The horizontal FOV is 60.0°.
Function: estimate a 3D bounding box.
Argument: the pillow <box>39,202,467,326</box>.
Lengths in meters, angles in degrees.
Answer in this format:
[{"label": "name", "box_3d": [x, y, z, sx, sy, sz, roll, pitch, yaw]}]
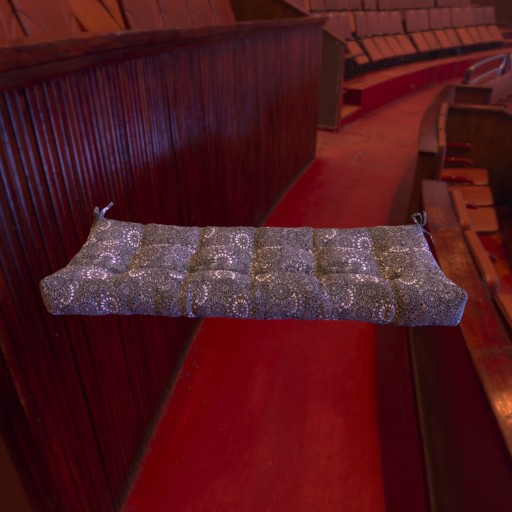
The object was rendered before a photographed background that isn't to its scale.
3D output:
[{"label": "pillow", "box_3d": [0.000, 0.000, 1.372, 1.194, 0.174, 0.511, 1, 30, 2]}]
